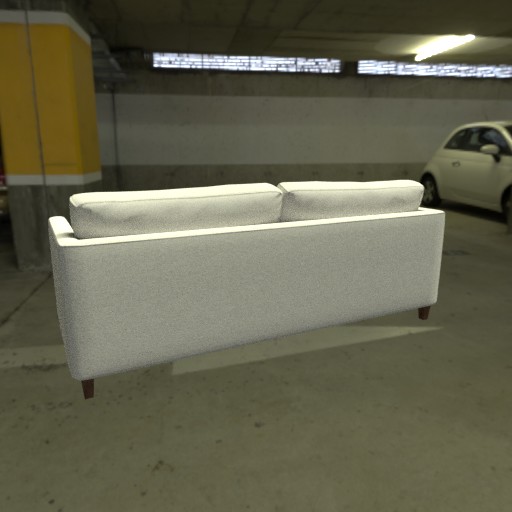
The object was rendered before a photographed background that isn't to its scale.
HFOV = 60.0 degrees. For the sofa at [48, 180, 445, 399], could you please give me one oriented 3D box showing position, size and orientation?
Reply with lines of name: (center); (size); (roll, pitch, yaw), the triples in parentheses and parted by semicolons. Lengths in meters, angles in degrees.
sofa: (0.000, 0.000, 2.848); (2.361, 0.962, 0.951); (-7, 15, -26)
